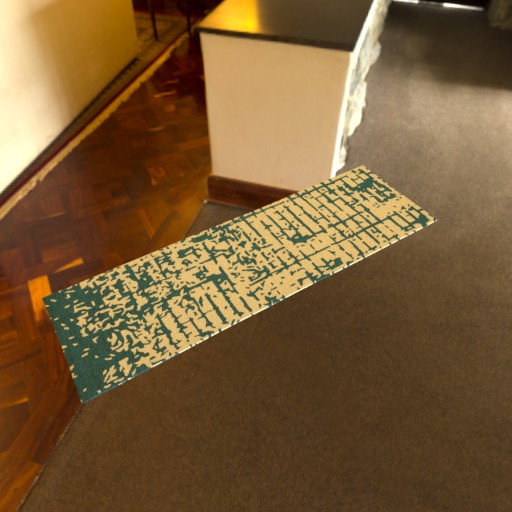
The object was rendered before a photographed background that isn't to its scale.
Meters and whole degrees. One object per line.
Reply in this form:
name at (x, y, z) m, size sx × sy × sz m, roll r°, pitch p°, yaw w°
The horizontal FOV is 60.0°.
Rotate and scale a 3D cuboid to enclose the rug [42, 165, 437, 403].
rug at (0.000, 0.000, 2.773) m, size 2.435 × 0.011 × 0.750 m, roll -25°, pitch 51°, yaw -22°
